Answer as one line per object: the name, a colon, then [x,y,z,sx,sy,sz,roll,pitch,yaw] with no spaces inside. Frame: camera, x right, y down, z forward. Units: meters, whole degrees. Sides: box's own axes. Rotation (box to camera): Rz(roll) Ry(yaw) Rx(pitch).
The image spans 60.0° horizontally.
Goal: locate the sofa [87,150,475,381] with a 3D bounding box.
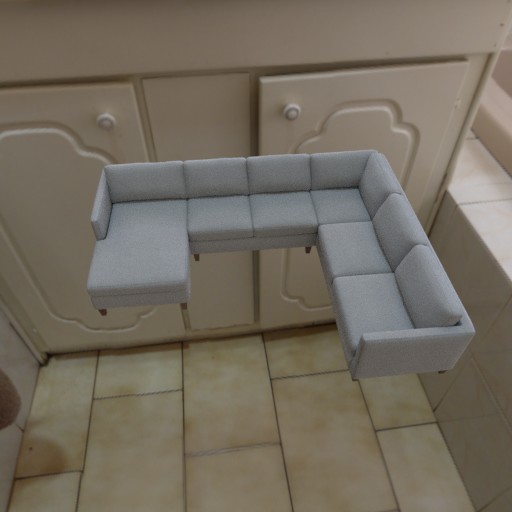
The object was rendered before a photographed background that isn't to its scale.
sofa: [0.000,0.000,4.383,3.238,0.853,2.551,-4,46,-4]
